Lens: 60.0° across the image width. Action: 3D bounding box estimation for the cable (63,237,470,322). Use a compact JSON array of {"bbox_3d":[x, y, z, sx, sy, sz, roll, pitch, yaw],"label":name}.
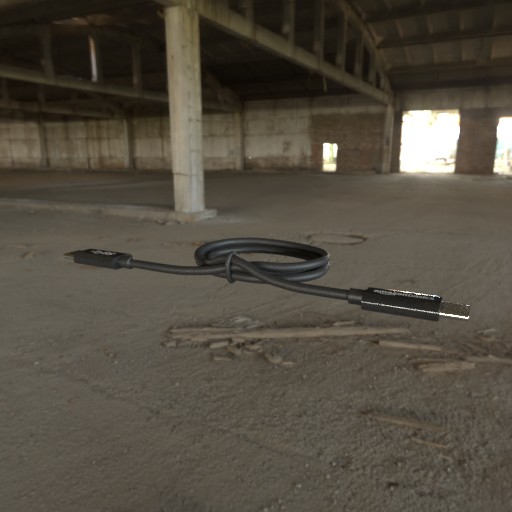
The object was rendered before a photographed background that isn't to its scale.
[{"bbox_3d":[0.000,0.000,0.210,0.186,0.014,0.070,7,15,26],"label":"cable"}]
